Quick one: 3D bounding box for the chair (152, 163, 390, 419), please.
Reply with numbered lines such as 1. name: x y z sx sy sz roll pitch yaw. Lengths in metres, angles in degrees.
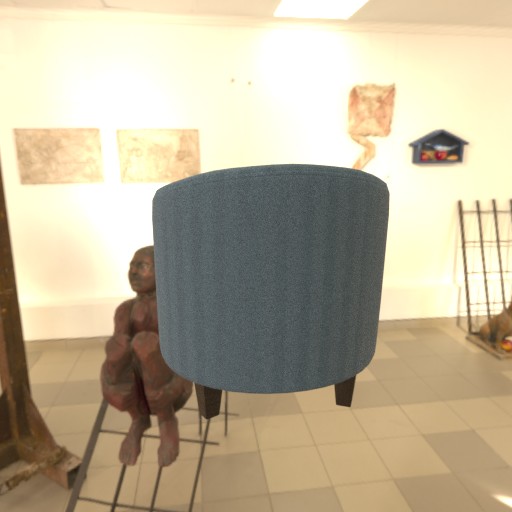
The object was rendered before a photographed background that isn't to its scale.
1. chair: 0.000 0.000 1.765 0.756 0.757 1.288 -2 14 -8
